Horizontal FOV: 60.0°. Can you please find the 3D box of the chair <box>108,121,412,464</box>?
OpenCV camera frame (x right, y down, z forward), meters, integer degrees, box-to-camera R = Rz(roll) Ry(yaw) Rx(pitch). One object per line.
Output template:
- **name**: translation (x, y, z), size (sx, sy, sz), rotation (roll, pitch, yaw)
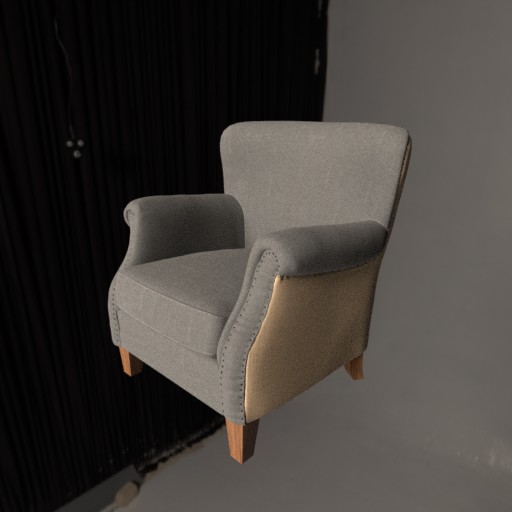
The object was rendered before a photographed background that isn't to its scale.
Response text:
- **chair**: translation (0.000, 0.000, 1.637), size (0.861, 0.936, 0.921), rotation (17, 25, 41)
